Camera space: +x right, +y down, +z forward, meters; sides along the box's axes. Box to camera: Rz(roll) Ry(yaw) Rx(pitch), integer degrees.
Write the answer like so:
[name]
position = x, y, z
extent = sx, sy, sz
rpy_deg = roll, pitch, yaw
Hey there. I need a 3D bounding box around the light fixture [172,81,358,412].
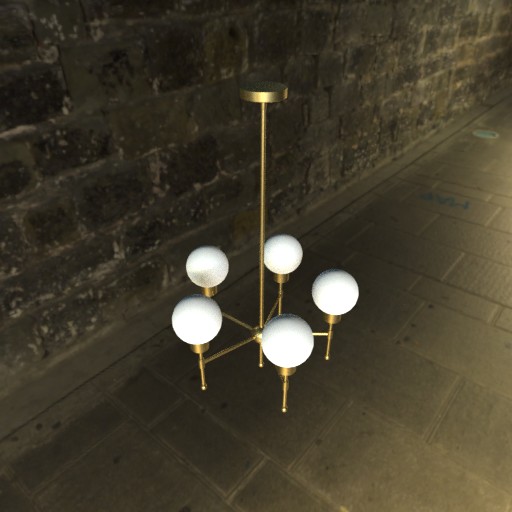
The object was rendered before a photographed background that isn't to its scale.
[light fixture]
position = 0.000, 0.000, 1.834
extent = 0.785, 1.331, 0.815
rpy_deg = -21, 38, -29
